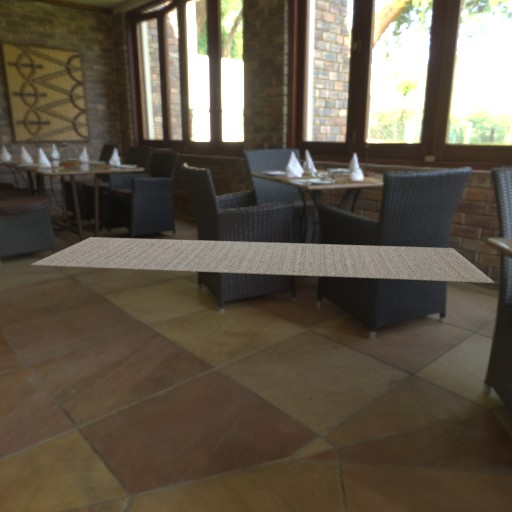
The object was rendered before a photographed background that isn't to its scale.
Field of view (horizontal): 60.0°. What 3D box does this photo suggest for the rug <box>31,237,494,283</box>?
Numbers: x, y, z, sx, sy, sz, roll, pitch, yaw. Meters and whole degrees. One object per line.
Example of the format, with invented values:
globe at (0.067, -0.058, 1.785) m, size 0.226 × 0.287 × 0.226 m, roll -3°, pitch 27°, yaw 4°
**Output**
rug at (0.000, 0.000, 2.643) m, size 2.437 × 0.005 × 0.688 m, roll 2°, pitch 15°, yaw 7°
